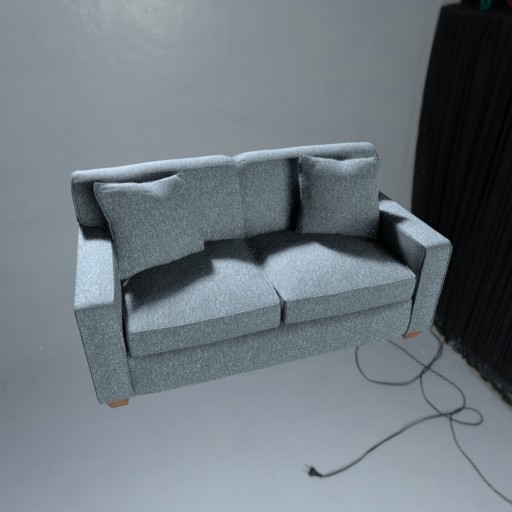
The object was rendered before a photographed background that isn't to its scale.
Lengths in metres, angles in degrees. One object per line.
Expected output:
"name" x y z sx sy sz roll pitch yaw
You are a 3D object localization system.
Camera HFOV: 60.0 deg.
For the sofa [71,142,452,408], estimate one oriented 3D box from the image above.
"sofa" 0.000 0.000 2.484 1.846 0.958 0.998 -9 33 -15
